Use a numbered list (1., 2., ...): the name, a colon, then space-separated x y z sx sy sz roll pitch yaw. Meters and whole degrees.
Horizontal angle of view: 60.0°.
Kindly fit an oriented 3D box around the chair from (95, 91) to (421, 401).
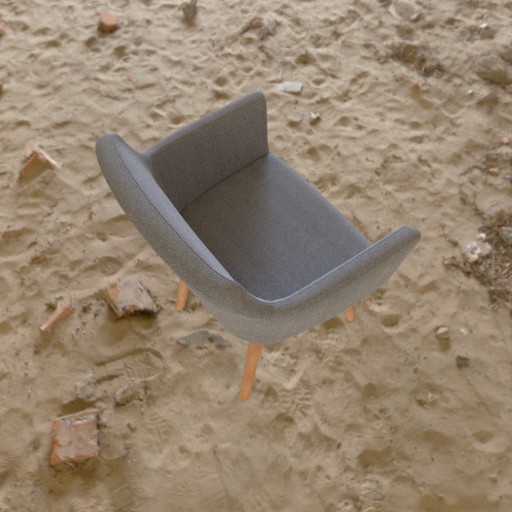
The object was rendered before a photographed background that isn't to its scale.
1. chair: 0.000 0.000 1.161 0.540 0.780 0.570 -32 63 -18
